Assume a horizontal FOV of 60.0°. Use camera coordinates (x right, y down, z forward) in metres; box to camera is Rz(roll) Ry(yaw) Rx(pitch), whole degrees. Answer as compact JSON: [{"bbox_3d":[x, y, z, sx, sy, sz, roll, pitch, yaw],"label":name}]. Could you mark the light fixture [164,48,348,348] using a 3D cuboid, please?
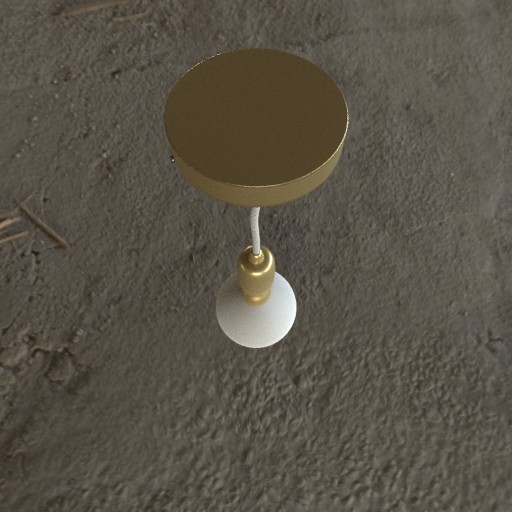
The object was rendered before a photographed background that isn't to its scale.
[{"bbox_3d":[0.000,0.000,0.574,0.147,0.510,0.146,-13,64,-6],"label":"light fixture"}]
